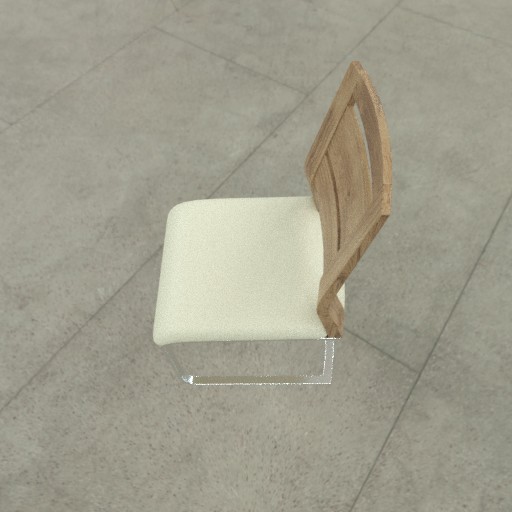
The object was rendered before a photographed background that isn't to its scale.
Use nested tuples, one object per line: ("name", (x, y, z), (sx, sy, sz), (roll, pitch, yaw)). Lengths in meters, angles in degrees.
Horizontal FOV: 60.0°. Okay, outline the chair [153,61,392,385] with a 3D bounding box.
("chair", (0.000, 0.000, 1.234), (0.561, 0.955, 0.457), (0, 58, 0))
